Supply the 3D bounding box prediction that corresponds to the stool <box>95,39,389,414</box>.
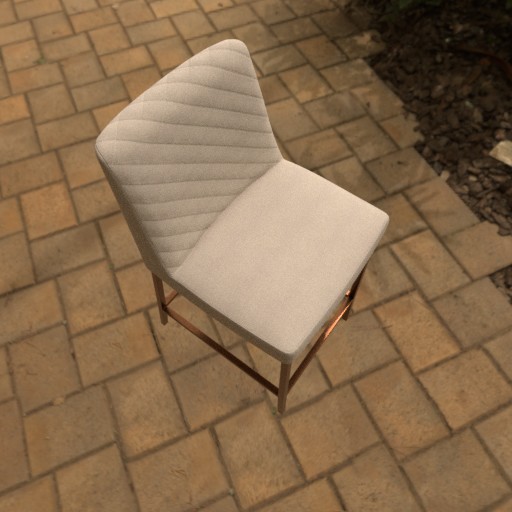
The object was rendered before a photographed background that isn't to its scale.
[{"bbox_3d":[0.000,0.000,1.297,0.576,0.973,0.507,33,64,18],"label":"stool"}]
